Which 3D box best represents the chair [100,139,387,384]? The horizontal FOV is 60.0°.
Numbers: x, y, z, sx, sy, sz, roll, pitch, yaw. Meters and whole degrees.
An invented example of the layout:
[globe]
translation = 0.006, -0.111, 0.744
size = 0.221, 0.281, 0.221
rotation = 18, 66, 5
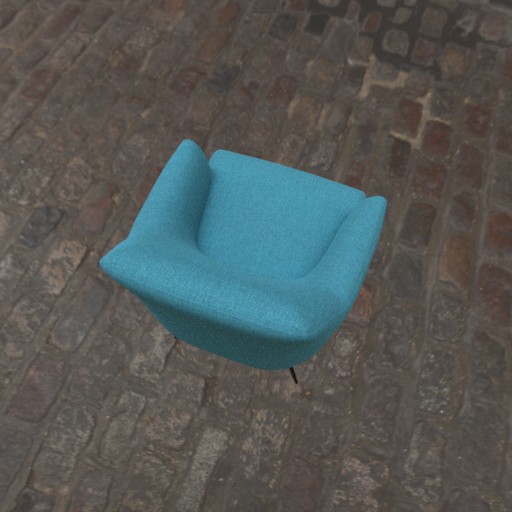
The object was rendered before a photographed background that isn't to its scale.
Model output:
[chair]
translation = 0.000, 0.000, 1.347
size = 0.642, 0.874, 0.677
rotation = 18, 66, 9
